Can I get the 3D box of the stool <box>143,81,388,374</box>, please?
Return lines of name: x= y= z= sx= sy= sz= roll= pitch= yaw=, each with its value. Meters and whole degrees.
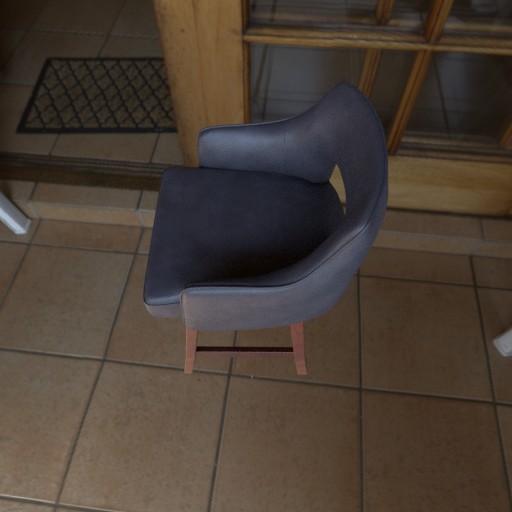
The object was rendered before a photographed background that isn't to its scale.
stool: x=0.000 y=0.000 z=1.315 sx=0.560 sy=0.936 sz=0.550 roll=0 pitch=58 yaw=0
